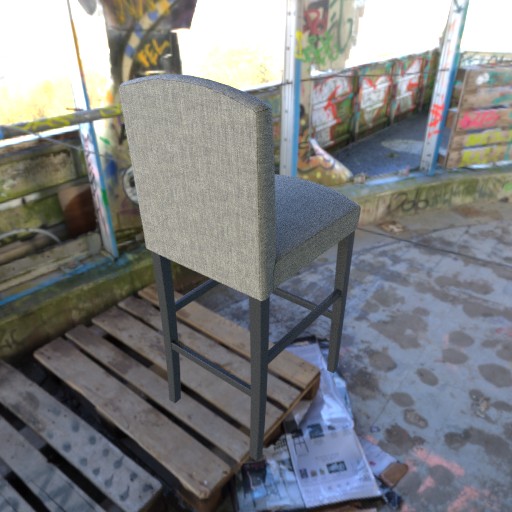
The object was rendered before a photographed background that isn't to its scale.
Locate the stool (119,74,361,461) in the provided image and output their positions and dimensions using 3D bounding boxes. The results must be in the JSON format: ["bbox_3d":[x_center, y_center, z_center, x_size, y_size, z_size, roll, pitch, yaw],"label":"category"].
[{"bbox_3d":[0.000,0.000,1.421,0.451,1.138,0.552,21,36,32],"label":"stool"}]
